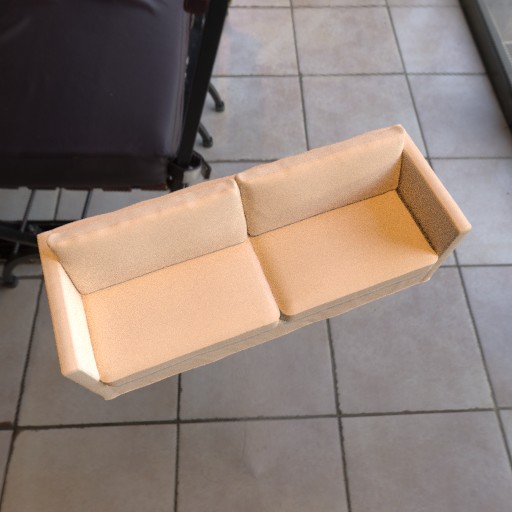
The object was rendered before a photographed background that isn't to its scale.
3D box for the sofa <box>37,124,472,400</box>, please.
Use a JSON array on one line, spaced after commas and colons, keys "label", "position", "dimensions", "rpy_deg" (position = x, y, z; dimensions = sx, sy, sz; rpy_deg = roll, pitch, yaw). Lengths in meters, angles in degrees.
[{"label": "sofa", "position": [0.000, 0.000, 3.247], "dimensions": [2.779, 0.999, 1.036], "rpy_deg": [-19, 65, -9]}]
